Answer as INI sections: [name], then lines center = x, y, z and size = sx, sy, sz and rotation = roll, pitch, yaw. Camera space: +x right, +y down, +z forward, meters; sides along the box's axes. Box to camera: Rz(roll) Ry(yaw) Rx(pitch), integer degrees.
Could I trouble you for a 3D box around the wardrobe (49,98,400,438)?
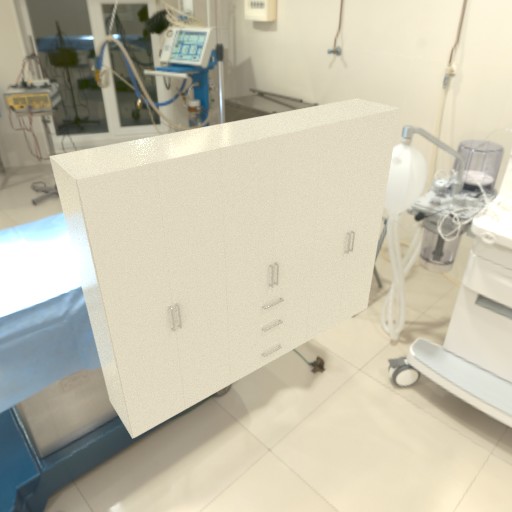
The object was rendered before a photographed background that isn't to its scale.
[wardrobe]
center = 0.000, 0.000, 4.126
size = 3.000, 2.360, 0.580
rotation = -21, 37, -31
